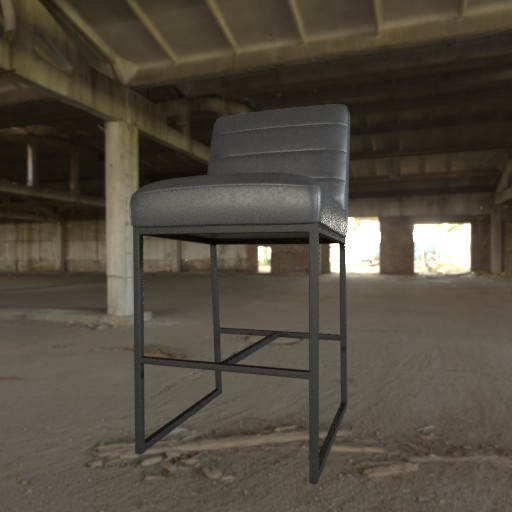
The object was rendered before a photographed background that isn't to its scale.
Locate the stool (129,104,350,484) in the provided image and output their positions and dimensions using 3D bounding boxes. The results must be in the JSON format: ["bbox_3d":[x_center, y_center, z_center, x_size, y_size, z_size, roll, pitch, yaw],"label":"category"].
[{"bbox_3d":[0.000,0.000,1.217,0.457,0.938,0.552,0,0,19],"label":"stool"}]
